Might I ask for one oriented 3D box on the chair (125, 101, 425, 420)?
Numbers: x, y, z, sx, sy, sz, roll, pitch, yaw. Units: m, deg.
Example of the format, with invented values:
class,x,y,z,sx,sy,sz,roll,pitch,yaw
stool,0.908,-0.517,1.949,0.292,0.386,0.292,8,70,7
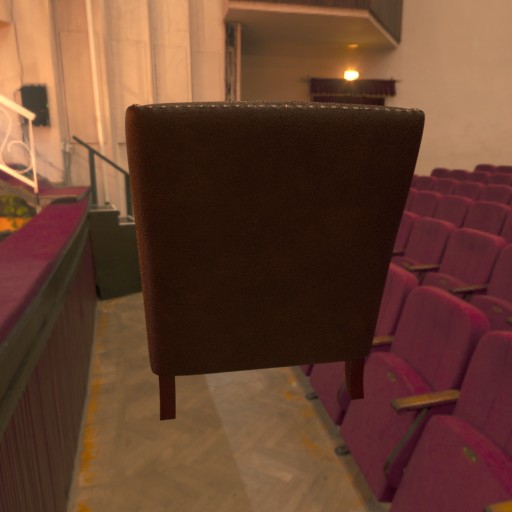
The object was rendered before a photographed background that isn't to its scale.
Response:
class,x,y,z,sx,sy,sz,roll,pitch,yaw
chair,0.000,0.000,1.301,0.639,0.813,0.704,-3,15,-10
